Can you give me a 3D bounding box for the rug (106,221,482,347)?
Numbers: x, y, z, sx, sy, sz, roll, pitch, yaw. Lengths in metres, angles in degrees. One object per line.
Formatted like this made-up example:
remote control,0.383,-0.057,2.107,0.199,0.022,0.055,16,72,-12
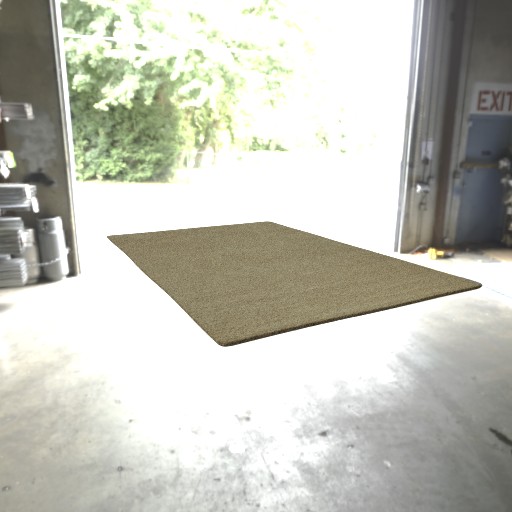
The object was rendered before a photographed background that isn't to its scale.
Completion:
rug,0.000,0.000,3.490,1.801,0.024,2.700,-7,16,-27
